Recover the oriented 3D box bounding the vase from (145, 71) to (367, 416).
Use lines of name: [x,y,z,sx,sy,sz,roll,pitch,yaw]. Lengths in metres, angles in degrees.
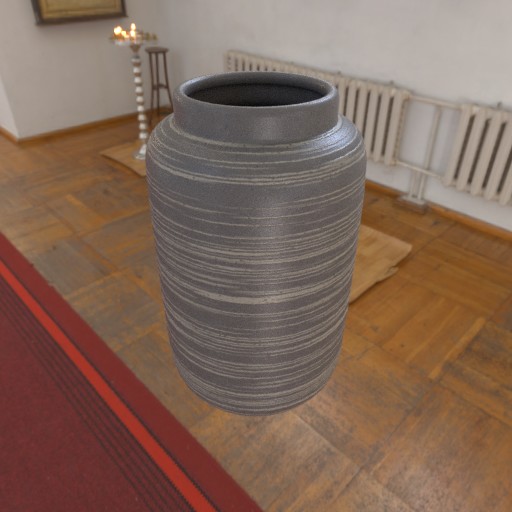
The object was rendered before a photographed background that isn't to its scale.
vase: [0.000,0.000,0.682,0.297,0.499,0.297,0,33,0]
